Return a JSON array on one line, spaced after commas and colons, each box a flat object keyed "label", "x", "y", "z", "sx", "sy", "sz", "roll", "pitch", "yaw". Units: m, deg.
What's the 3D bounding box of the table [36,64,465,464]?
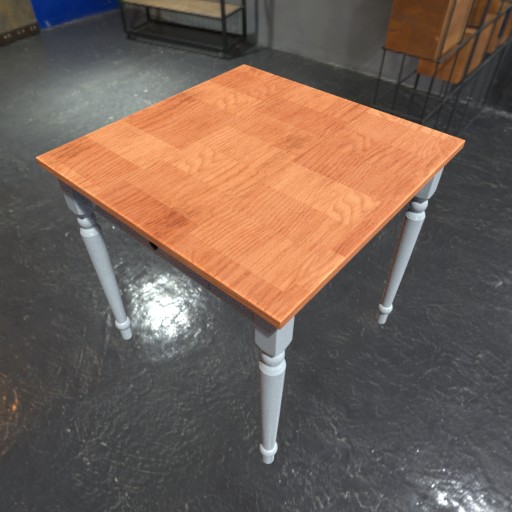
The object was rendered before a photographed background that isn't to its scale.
[{"label": "table", "x": 0.000, "y": 0.000, "z": 1.344, "sx": 0.747, "sy": 0.738, "sz": 0.747, "roll": 31, "pitch": 52, "yaw": 28}]
